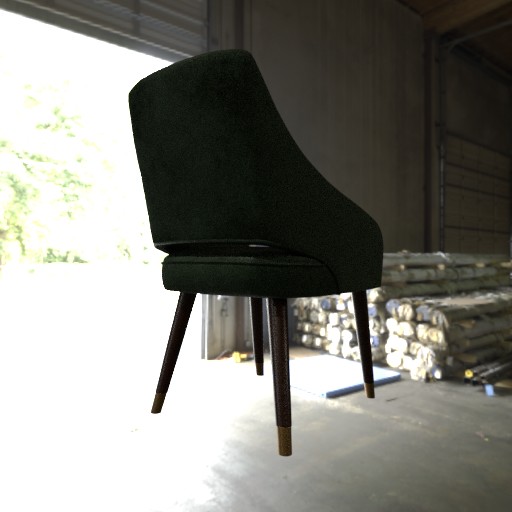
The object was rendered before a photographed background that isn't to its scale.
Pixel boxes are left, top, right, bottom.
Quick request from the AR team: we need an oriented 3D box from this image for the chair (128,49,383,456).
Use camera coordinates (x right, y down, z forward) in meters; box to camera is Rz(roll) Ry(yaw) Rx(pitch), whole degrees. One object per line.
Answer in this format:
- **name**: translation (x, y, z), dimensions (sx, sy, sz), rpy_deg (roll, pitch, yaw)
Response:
- **chair**: translation (0.000, 0.000, 1.548), dimensions (0.683, 1.081, 0.794), rpy_deg (0, 0, 37)
